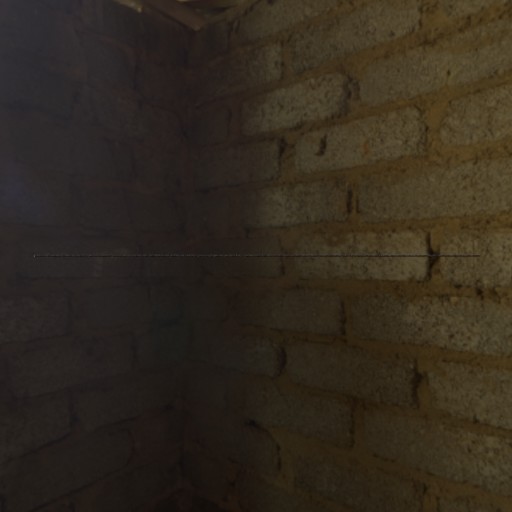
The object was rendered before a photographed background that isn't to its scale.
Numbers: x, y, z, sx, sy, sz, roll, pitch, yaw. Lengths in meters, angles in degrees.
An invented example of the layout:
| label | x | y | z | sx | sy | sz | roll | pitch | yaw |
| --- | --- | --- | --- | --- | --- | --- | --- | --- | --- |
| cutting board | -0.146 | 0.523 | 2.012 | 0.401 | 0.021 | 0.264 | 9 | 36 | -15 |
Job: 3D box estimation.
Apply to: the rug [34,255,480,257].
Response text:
| label | x | y | z | sx | sy | sz | roll | pitch | yaw |
| --- | --- | --- | --- | --- | --- | --- | --- | --- | --- |
| rug | 0.000 | 0.000 | 2.590 | 2.286 | 0.008 | 0.686 | 0 | 0 | 1 |
